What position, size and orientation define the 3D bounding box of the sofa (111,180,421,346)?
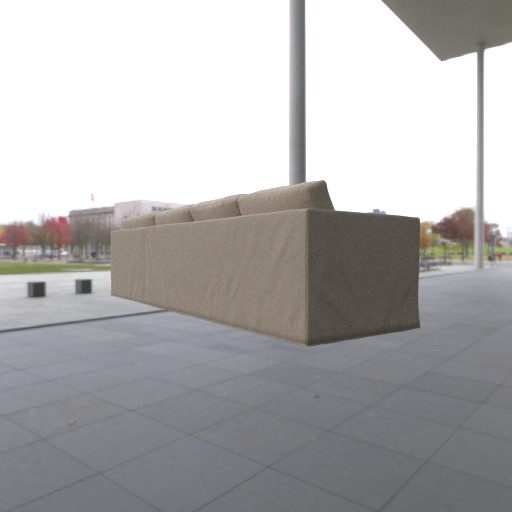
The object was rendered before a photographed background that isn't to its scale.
[{"bbox_3d":[0.000,0.000,3.931,1.622,0.867,3.177,0,1,-35],"label":"sofa"}]
